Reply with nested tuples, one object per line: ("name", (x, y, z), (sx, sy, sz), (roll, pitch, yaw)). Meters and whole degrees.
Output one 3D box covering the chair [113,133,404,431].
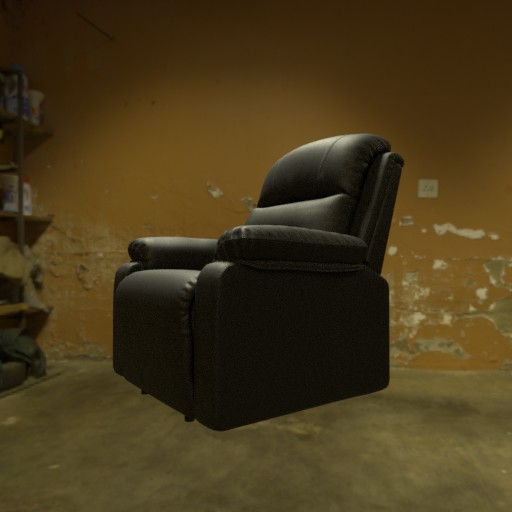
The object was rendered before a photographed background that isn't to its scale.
("chair", (0.000, 0.000, 1.682), (0.919, 0.992, 0.855), (1, -1, -36))
